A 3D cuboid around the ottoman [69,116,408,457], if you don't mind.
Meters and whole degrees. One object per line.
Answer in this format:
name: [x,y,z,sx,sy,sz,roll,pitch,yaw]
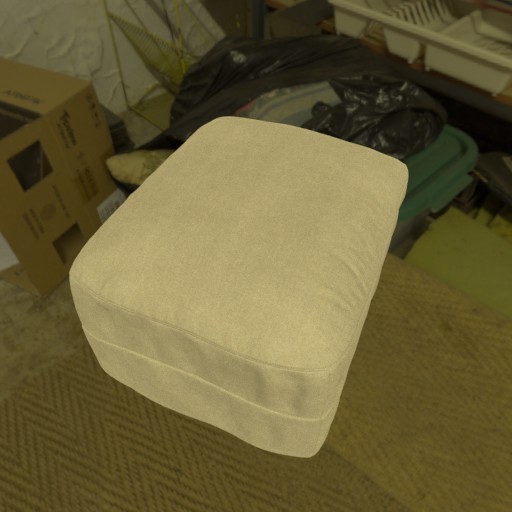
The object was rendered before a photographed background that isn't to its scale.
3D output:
ottoman: [0.000,0.000,1.081,0.584,0.480,0.712,17,49,16]
